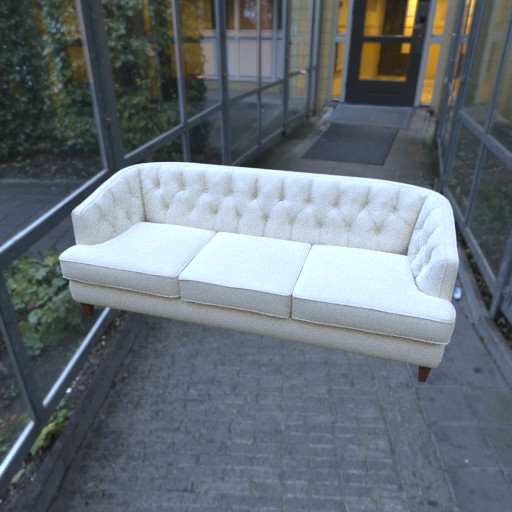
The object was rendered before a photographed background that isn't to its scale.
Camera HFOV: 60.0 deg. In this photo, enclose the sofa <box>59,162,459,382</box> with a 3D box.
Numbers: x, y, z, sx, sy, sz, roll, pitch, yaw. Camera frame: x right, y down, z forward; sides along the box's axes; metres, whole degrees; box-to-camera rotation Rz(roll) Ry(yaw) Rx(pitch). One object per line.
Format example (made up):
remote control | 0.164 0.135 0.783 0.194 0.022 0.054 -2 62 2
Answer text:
sofa | 0.000 0.000 2.793 2.278 0.855 0.941 8 29 15
